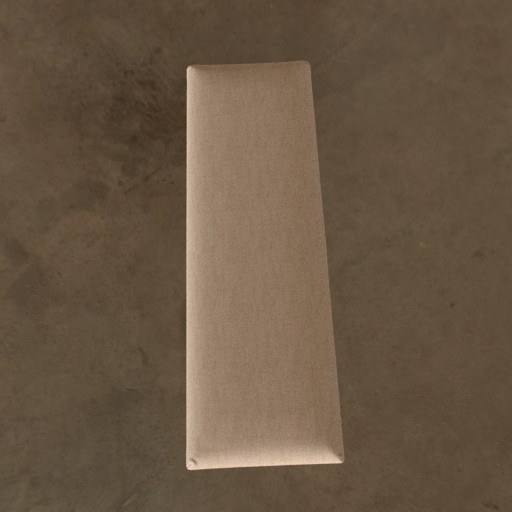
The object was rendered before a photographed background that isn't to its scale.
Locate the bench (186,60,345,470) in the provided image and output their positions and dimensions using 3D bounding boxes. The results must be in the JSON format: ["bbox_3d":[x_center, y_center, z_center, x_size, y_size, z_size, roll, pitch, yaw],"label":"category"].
[{"bbox_3d":[0.000,0.000,1.461,0.410,0.457,1.219,-2,74,-1],"label":"bench"}]
